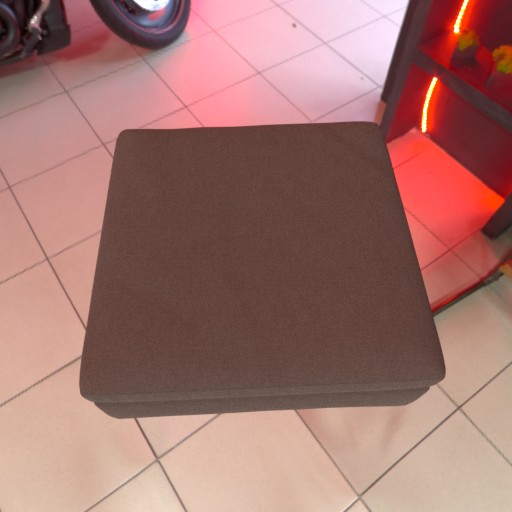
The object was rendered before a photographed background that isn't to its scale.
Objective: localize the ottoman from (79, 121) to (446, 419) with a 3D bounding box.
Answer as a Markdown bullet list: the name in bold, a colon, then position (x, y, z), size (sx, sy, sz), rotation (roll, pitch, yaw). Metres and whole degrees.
- **ottoman**: position (0.000, 0.000, 1.821), size (1.181, 0.470, 1.181), rotation (-2, 59, -1)
